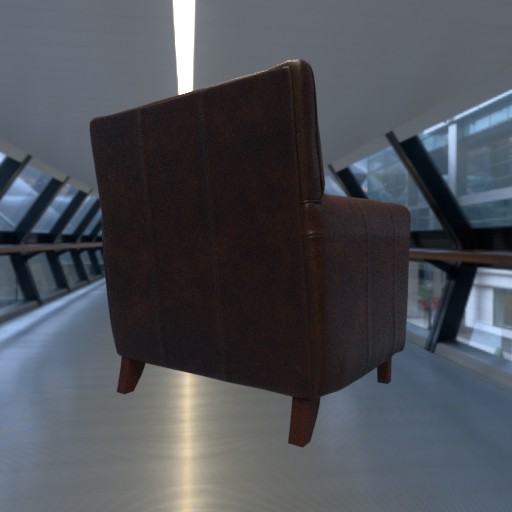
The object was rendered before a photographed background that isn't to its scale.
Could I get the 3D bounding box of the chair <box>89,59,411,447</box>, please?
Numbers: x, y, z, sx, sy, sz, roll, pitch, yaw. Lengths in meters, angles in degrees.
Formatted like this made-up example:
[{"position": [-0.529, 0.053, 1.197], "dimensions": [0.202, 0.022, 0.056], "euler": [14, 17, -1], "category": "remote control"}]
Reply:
[{"position": [0.000, 0.000, 1.574], "dimensions": [0.870, 0.943, 0.823], "euler": [1, 1, 36], "category": "chair"}]
